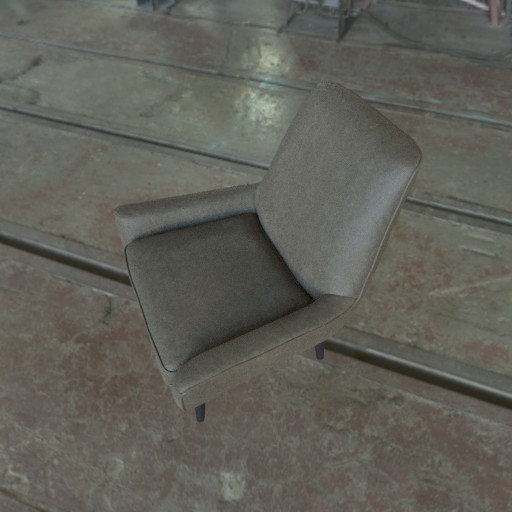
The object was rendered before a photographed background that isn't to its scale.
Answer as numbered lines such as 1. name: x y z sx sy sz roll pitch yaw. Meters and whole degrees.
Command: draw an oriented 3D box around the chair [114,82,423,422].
1. chair: 0.000 0.000 1.493 0.824 0.888 0.787 -18 50 -16
